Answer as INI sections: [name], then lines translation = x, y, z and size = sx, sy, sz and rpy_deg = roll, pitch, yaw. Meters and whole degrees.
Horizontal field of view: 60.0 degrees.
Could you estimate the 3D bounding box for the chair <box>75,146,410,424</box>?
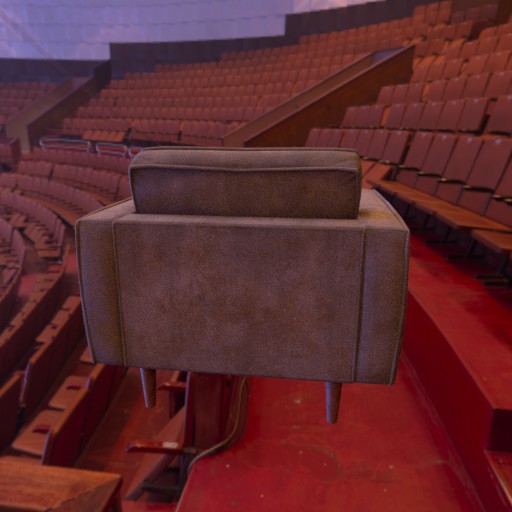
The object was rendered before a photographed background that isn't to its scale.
[chair]
translation = 0.000, 0.000, 1.582
size = 0.928, 0.773, 0.843
rpy_deg = 2, 16, 8
